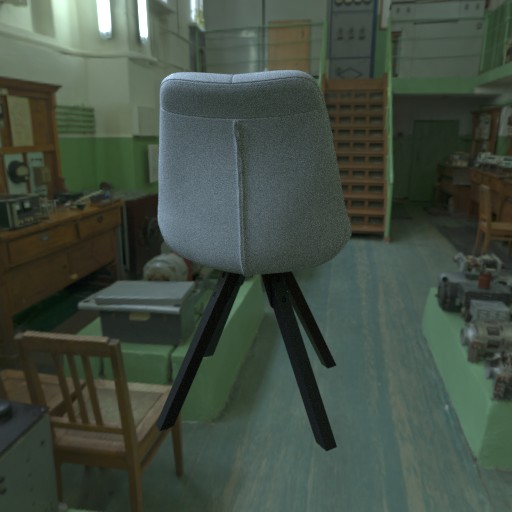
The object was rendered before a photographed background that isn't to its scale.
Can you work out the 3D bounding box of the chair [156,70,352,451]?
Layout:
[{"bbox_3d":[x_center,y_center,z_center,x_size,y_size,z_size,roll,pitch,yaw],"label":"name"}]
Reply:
[{"bbox_3d":[0.000,0.000,1.170,0.485,0.850,0.550,3,16,9],"label":"chair"}]
